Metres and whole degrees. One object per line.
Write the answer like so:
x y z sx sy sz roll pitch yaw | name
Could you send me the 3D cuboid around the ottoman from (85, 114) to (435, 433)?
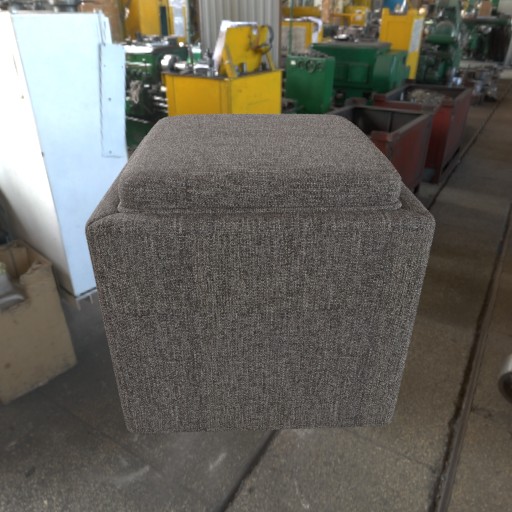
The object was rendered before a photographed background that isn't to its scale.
0.000 0.000 0.828 0.450 0.460 0.450 -1 30 -2 | ottoman
